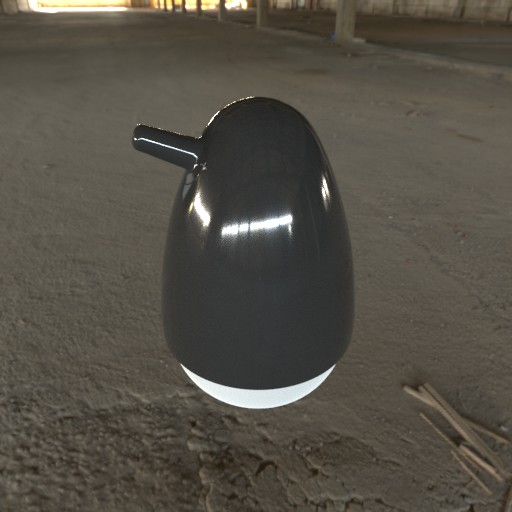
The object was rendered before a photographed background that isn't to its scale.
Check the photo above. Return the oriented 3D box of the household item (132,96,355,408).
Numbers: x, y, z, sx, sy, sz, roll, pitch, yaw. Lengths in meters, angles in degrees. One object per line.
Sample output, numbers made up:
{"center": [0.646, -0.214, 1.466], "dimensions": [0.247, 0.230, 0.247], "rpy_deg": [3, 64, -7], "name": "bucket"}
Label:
{"center": [0.000, 0.000, 0.222], "dimensions": [0.104, 0.152, 0.102], "rpy_deg": [-8, 31, -14], "name": "household item"}
